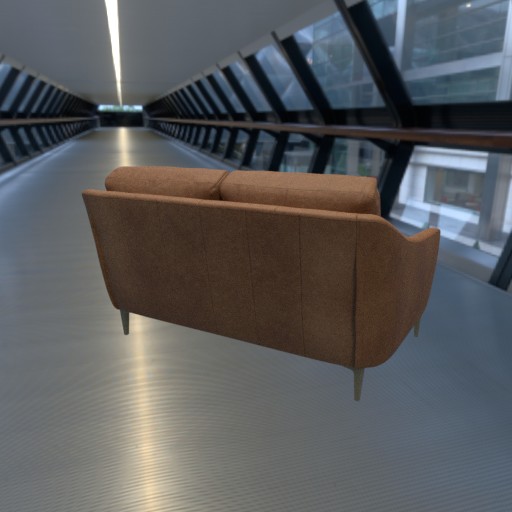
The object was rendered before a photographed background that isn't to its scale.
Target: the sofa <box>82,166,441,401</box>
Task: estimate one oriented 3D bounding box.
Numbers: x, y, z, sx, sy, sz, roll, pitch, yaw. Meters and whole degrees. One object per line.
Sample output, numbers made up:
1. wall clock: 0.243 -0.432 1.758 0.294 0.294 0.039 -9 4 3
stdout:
1. sofa: 0.000 0.000 2.236 1.619 0.902 0.960 9 18 27
